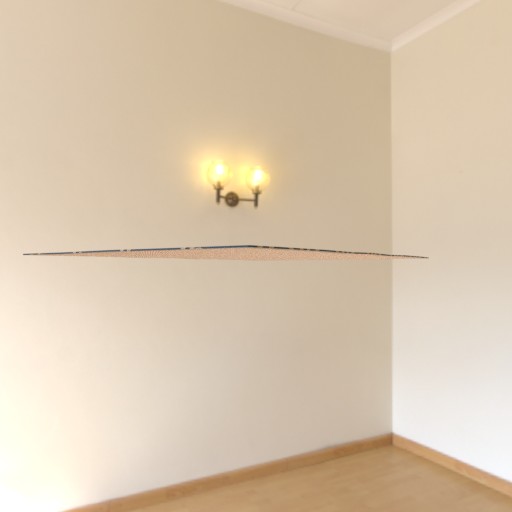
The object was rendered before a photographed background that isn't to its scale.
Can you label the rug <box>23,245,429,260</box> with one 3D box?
[{"bbox_3d":[0.000,0.000,2.750,1.524,0.013,2.135,-1,-2,36],"label":"rug"}]
